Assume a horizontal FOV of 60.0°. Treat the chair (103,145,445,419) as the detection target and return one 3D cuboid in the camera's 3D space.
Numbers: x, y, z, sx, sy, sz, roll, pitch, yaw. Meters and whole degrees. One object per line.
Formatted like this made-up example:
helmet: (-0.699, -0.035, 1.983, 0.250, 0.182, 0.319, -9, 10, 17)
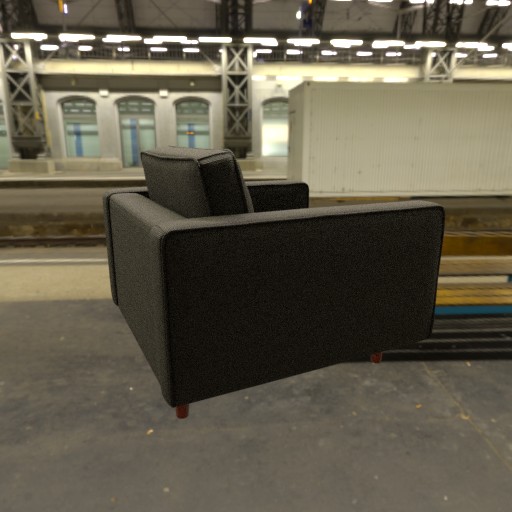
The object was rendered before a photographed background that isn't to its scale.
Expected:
chair: (0.000, 0.000, 1.602, 0.919, 0.770, 0.899, -7, 17, -26)
